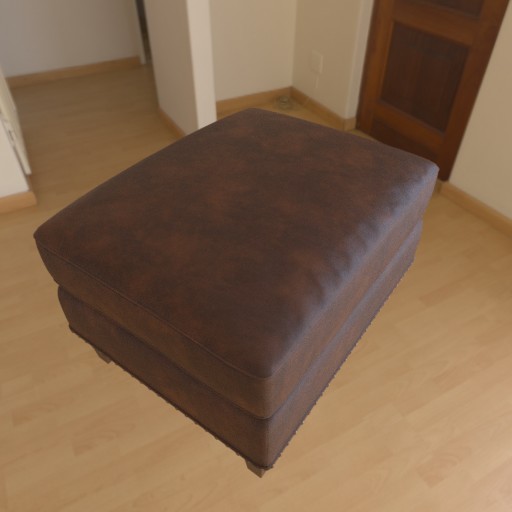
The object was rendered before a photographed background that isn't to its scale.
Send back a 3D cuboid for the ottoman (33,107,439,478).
[{"bbox_3d":[0.000,0.000,1.074,0.586,0.486,0.742,26,47,26],"label":"ottoman"}]
